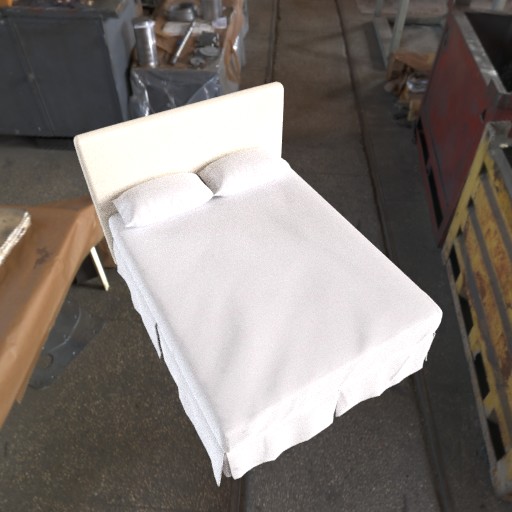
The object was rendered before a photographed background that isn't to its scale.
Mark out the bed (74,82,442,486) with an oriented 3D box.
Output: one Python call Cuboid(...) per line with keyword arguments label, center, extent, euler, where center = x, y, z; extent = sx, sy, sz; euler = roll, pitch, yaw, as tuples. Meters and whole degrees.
Cuboid(label="bed", center=(0.000, 0.000, 3.116), extent=(1.713, 1.330, 2.142), euler=(-23, 51, -20))
